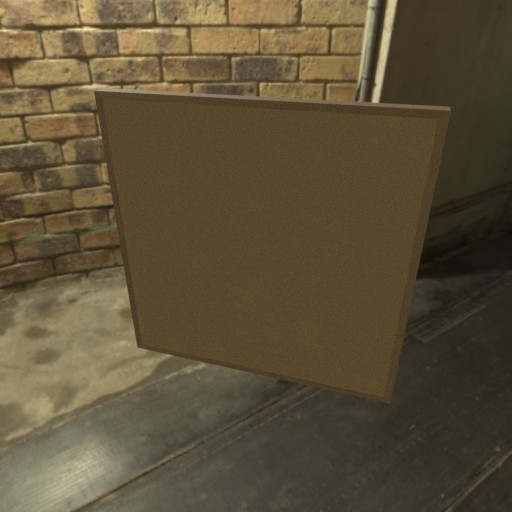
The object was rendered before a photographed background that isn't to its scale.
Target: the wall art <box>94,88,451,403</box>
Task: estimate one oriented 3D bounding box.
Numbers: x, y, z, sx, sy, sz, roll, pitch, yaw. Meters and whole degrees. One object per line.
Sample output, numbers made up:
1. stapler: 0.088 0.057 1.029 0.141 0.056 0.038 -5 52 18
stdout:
1. wall art: 0.000 0.000 1.114 0.761 0.758 0.038 9 30 15
